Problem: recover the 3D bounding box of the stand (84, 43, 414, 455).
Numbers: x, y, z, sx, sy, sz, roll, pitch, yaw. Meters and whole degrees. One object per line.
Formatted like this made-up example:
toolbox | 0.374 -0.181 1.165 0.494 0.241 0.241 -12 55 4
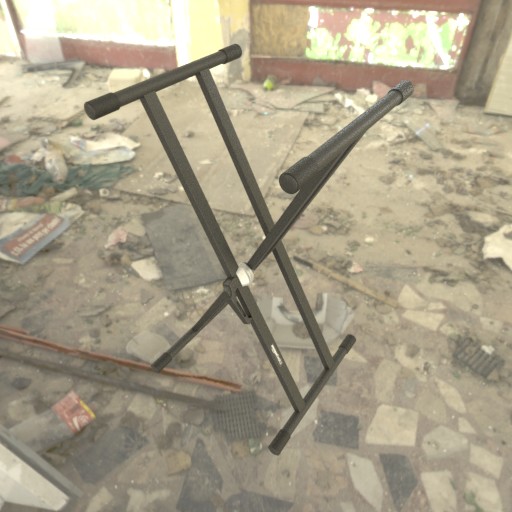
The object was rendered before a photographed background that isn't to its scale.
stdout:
stand | 0.000 0.000 1.207 0.503 0.900 0.495 25 47 26
